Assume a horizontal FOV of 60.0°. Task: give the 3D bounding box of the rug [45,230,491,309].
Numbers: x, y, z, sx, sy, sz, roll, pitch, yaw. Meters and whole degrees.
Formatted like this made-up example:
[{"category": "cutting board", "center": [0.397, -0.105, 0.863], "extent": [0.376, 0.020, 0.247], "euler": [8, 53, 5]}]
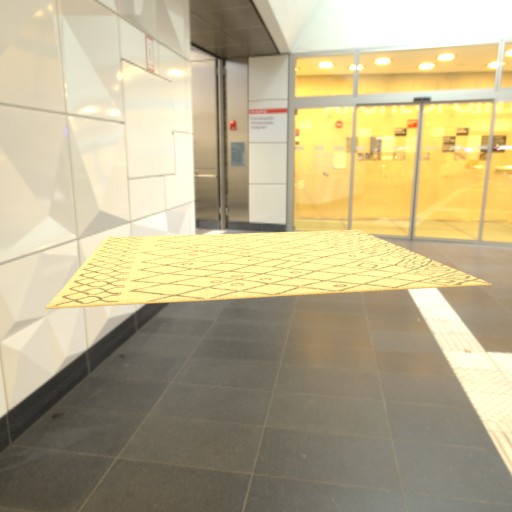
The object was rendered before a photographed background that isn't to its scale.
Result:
[{"category": "rug", "center": [0.000, 0.000, 4.129], "extent": [3.046, 0.015, 2.446], "euler": [-2, 13, -10]}]
